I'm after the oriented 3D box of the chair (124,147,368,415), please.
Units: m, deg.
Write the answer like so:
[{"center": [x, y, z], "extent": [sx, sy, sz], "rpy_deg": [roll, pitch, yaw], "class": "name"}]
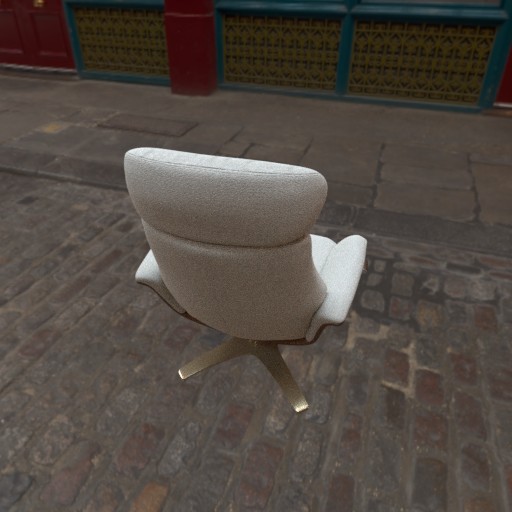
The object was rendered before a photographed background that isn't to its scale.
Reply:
[{"center": [0.000, 0.000, 1.612], "extent": [0.785, 0.995, 0.837], "rpy_deg": [10, 34, 16], "class": "chair"}]
